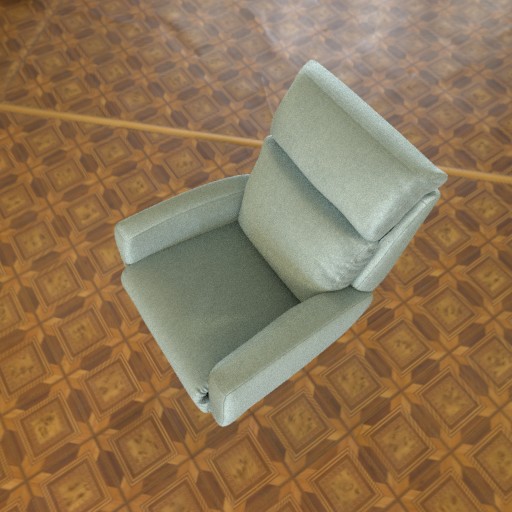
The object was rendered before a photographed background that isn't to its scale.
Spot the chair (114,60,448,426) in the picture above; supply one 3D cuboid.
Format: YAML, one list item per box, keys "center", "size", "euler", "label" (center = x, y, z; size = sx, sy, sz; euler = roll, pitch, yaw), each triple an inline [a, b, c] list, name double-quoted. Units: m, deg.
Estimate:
- center: [0.000, 0.000, 1.654]
  size: [0.940, 1.013, 0.812]
  euler: [-32, 67, -15]
  label: "chair"
